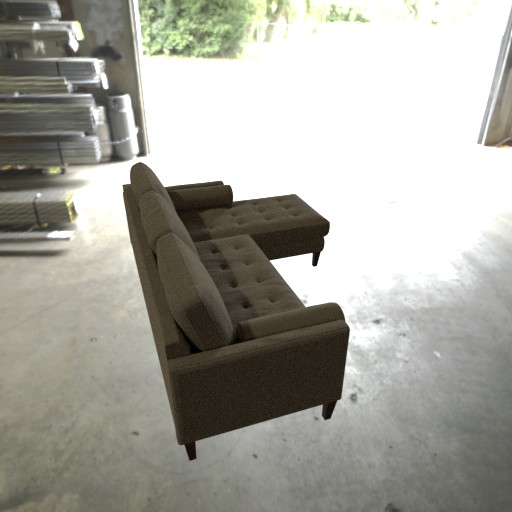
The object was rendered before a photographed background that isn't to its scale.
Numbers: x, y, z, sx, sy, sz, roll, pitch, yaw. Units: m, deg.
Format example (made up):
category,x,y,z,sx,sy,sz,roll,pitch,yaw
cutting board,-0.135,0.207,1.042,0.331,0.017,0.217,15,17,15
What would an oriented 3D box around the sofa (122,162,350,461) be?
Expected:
category,x,y,z,sx,sy,sz,roll,pitch,yaw
sofa,0.000,0.000,2.957,1.506,0.875,2.178,-10,30,-17
